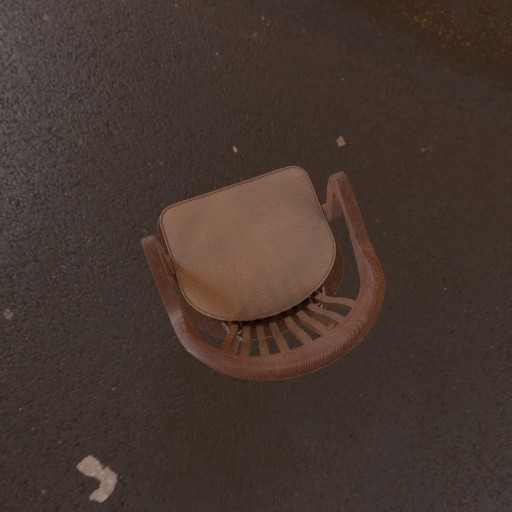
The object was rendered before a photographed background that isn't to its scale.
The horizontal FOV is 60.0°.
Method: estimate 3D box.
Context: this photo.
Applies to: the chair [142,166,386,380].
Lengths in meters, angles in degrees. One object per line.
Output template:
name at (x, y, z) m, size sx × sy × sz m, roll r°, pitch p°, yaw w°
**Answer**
chair at (0.000, 0.000, 1.501) m, size 0.750 × 0.878 × 0.788 m, roll -19°, pitch 77°, yaw -5°
